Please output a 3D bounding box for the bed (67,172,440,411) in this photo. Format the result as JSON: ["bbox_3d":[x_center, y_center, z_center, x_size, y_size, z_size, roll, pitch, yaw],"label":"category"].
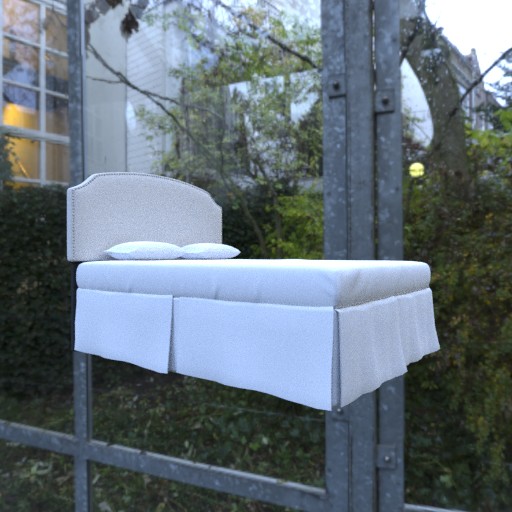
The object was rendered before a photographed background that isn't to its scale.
[{"bbox_3d":[0.000,0.000,2.967,1.999,1.270,1.558,0,0,36],"label":"bed"}]
